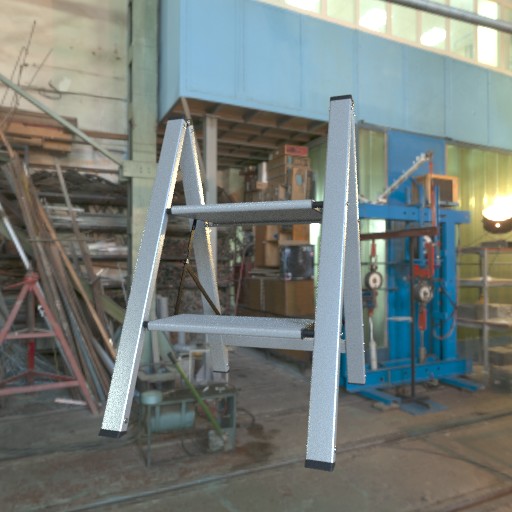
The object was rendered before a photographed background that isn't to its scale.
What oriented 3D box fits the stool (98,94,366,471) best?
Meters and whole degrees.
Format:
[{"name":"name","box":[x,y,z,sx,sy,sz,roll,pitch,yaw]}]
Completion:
[{"name":"stool","box":[0.000,0.000,1.005,0.440,0.670,0.535,0,-1,19]}]
